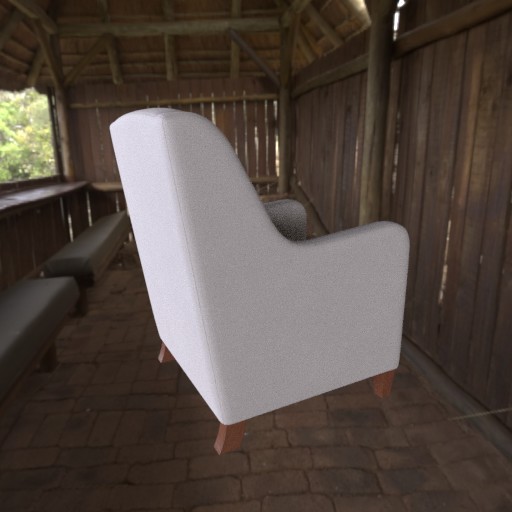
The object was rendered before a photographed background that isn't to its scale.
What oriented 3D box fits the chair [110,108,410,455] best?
[{"bbox_3d":[0.000,0.000,1.636,0.863,1.010,0.715,-8,17,-26],"label":"chair"}]
